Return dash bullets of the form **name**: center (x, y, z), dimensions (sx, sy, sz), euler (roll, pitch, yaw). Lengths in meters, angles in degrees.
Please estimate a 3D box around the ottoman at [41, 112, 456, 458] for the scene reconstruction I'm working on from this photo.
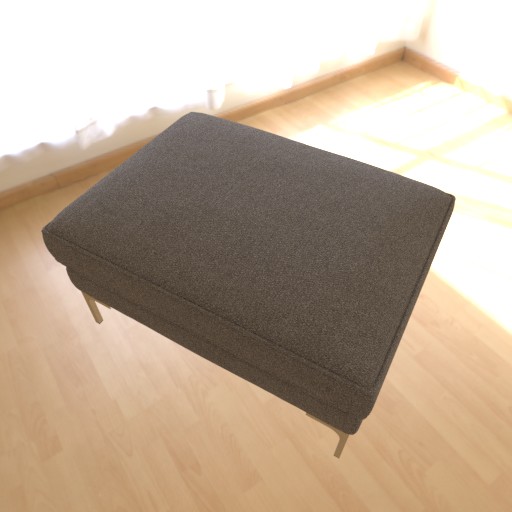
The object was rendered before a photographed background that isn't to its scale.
- **ottoman**: center (0.000, 0.000, 1.126), dimensions (0.785, 0.464, 0.583), euler (23, 52, 19)
